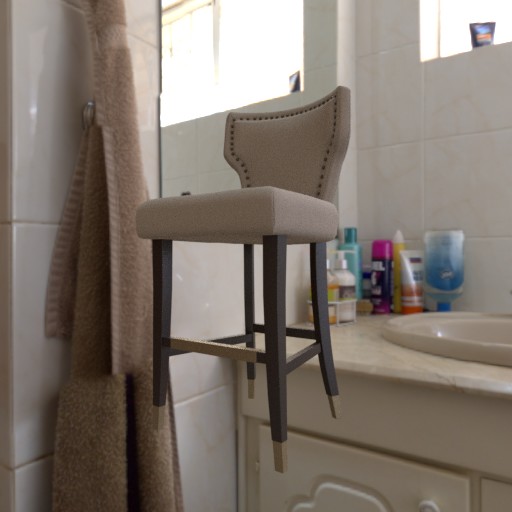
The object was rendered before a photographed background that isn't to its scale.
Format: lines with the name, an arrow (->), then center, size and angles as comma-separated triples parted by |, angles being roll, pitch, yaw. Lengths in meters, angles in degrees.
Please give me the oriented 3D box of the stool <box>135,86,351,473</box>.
stool -> 0.000, 0.000, 1.425 | 0.526, 1.092, 0.563 | 0, 0, 36
